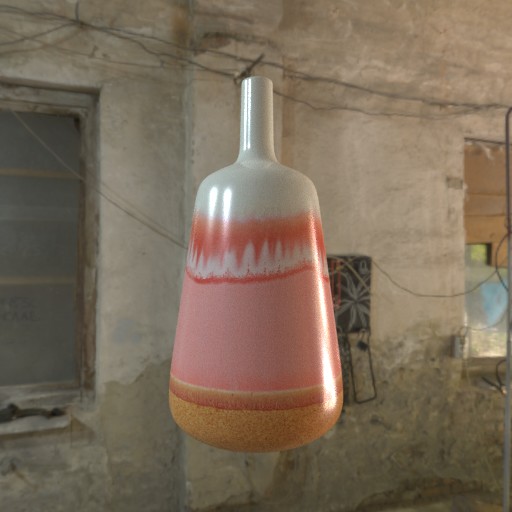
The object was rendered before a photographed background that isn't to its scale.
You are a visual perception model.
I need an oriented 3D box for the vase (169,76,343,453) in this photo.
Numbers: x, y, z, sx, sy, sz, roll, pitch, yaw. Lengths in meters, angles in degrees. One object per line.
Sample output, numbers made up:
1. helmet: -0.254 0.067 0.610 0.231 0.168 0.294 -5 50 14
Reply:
1. vase: 0.000 0.000 0.376 0.144 0.296 0.144 0 -1 0
